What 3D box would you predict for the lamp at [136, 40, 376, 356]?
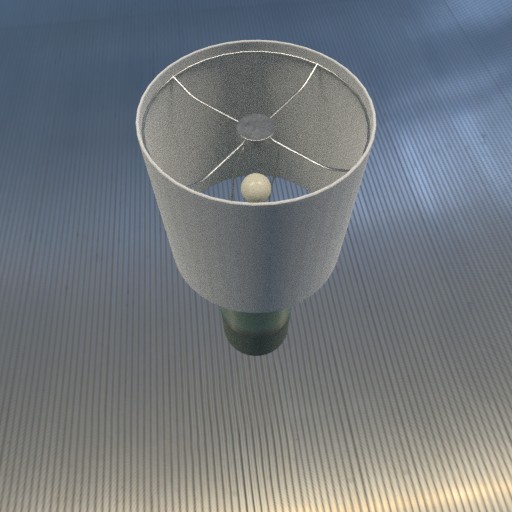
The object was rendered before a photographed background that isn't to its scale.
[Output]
[{"bbox_3d":[0.000,0.000,0.603,0.212,0.493,0.212,33,64,18],"label":"lamp"}]
